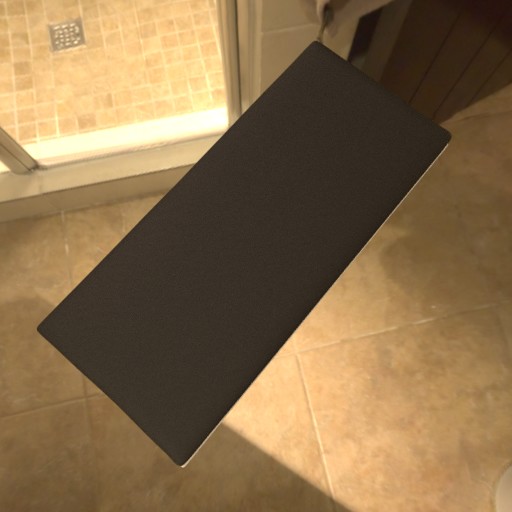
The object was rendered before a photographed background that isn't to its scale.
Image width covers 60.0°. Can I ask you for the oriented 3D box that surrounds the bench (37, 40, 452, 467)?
[{"bbox_3d":[0.000,0.000,1.161,0.401,0.500,0.899,39,79,9],"label":"bench"}]
